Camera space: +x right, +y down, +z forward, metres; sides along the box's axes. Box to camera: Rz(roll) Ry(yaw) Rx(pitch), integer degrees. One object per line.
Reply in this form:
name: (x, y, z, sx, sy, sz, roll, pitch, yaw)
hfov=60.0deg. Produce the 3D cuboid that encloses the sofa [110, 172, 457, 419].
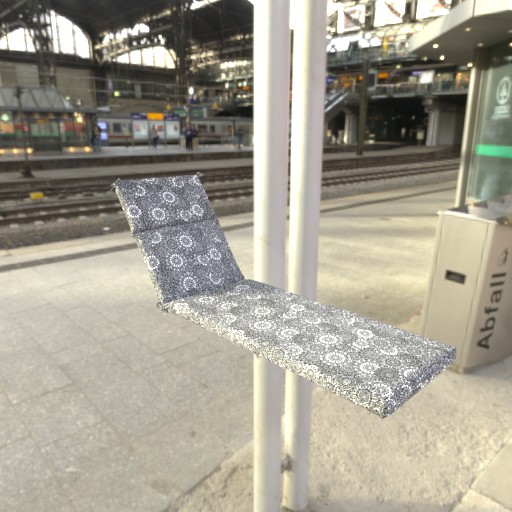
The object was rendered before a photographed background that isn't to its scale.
sofa: (0.000, 0.000, 1.998, 0.582, 0.622, 1.663, -14, 21, -42)
